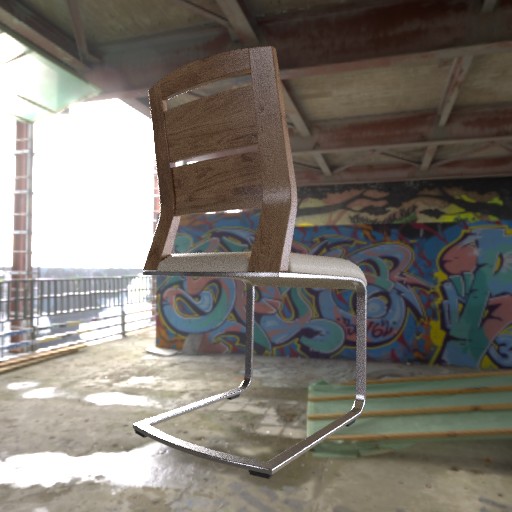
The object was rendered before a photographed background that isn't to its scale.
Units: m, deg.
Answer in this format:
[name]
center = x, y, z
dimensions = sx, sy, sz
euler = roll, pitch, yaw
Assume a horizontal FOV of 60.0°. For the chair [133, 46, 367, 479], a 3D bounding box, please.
[chair]
center = 0.000, 0.000, 1.274
dimensions = 0.457, 0.955, 0.561
euler = -1, -2, 36
